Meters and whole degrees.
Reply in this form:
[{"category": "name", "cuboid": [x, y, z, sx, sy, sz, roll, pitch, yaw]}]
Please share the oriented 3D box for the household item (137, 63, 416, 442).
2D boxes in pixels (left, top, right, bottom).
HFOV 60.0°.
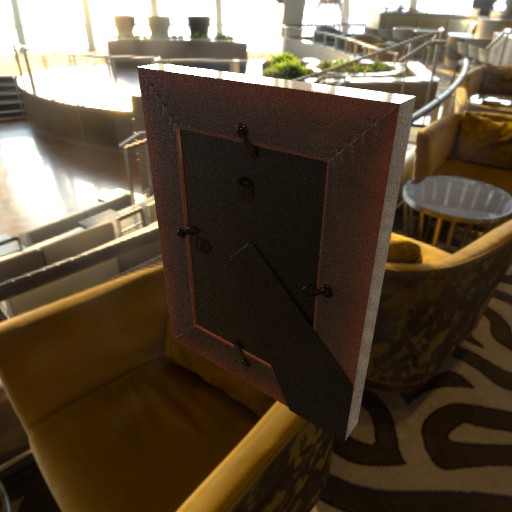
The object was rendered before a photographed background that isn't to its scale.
[{"category": "household item", "cuboid": [0.000, 0.000, 0.287, 0.165, 0.216, 0.025, 22, 37, 31]}]
